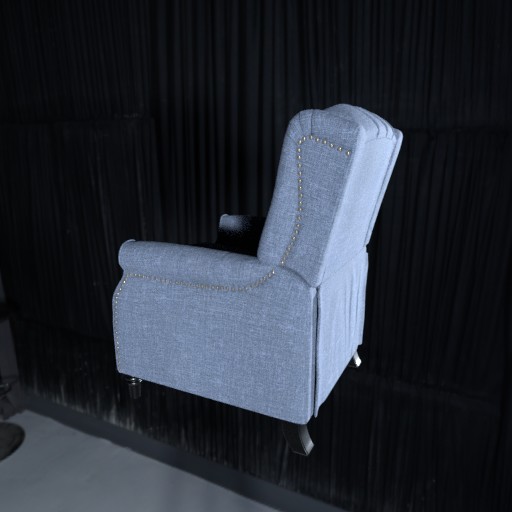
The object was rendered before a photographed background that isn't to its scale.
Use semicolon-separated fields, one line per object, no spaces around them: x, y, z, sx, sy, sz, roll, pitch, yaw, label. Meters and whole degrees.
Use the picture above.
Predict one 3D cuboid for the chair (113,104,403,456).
0.000;0.000;1.649;0.898;1.035;0.742;7;16;26;chair
